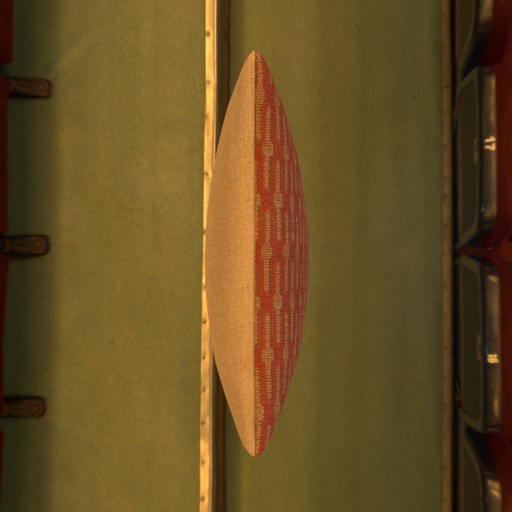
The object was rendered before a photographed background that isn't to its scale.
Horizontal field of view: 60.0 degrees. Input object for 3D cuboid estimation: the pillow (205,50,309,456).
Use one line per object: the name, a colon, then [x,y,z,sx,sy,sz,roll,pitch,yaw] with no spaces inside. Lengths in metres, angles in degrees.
pillow: [0.000,0.000,0.793,0.182,0.503,0.511,0,88,0]
